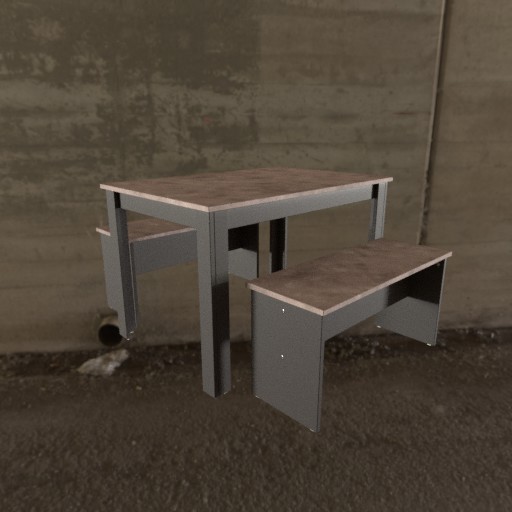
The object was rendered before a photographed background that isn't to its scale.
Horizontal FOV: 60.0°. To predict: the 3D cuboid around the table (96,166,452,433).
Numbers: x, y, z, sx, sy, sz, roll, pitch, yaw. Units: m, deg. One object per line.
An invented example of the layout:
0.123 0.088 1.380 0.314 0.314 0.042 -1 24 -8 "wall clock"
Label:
0.000 0.000 2.066 1.100 0.700 1.443 -16 23 -42 "table"
